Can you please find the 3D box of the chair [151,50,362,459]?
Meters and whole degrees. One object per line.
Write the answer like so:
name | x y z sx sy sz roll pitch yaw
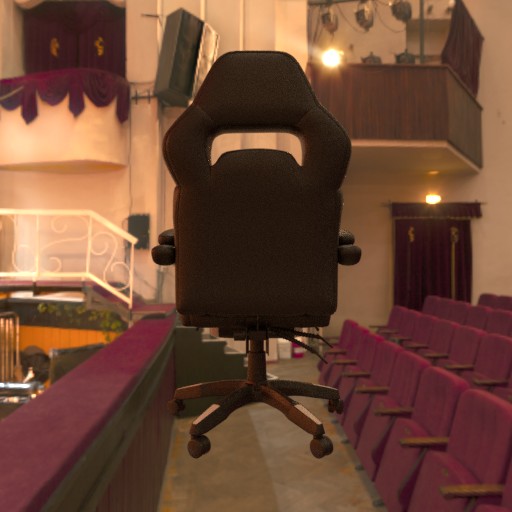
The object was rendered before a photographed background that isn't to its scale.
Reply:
chair | 0.000 0.000 1.604 0.676 1.200 0.700 0 -1 0
